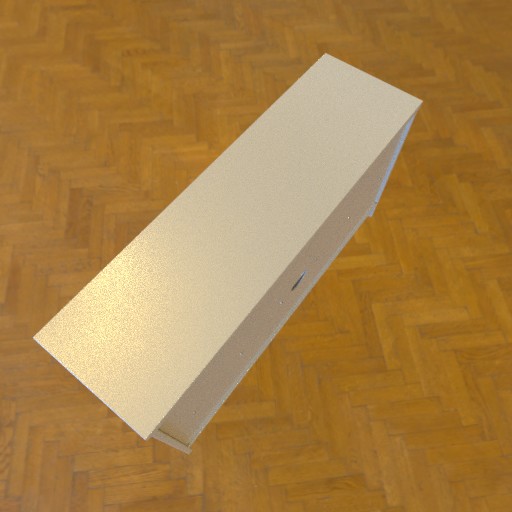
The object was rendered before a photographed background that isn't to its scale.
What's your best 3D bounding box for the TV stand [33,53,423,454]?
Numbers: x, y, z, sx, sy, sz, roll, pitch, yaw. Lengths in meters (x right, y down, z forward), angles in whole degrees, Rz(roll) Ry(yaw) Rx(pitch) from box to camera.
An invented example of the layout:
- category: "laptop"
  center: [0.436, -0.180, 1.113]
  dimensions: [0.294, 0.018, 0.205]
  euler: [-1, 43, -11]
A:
- category: "TV stand"
  center: [0.000, 0.000, 1.407]
  dimensions: [0.344, 0.603, 1.167]
  euler: [34, 68, 16]
